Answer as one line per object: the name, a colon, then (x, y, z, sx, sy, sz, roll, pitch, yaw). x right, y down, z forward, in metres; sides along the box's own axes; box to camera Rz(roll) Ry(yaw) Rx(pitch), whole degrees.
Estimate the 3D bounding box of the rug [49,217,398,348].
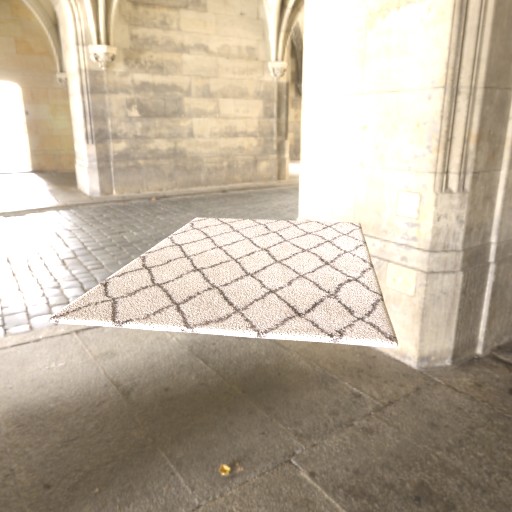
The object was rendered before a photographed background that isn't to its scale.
rug: (0.000, 0.000, 3.485, 1.778, 0.030, 2.743, 3, 16, 9)
